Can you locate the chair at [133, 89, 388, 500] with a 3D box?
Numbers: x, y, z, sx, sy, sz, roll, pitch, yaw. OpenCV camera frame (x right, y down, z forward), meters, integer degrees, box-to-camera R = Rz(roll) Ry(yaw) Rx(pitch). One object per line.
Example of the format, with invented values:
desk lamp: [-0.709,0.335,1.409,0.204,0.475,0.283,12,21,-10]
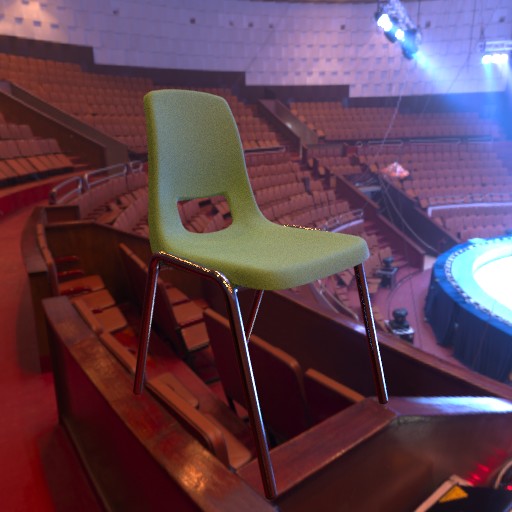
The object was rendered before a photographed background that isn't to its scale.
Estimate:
chair: [0.000,0.000,0.889,0.436,0.653,0.381,14,21,42]
